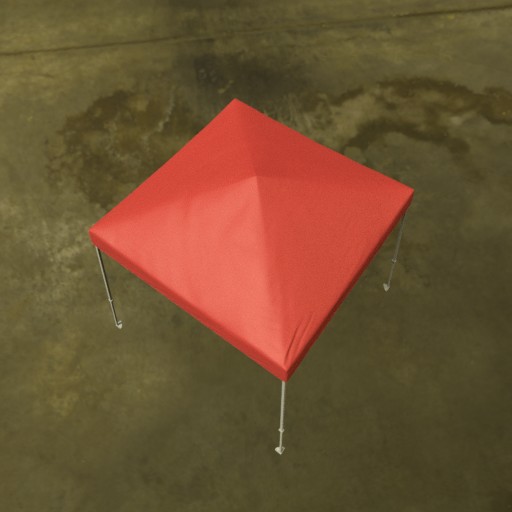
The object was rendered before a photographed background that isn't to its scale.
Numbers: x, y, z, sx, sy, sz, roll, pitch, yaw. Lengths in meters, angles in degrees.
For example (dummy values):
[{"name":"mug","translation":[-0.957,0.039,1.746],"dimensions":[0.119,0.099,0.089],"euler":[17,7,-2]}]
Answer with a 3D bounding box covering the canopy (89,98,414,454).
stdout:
[{"name":"canopy","translation":[0.000,0.000,5.226],"dimensions":[2.848,2.849,2.849],"euler":[32,65,17]}]
